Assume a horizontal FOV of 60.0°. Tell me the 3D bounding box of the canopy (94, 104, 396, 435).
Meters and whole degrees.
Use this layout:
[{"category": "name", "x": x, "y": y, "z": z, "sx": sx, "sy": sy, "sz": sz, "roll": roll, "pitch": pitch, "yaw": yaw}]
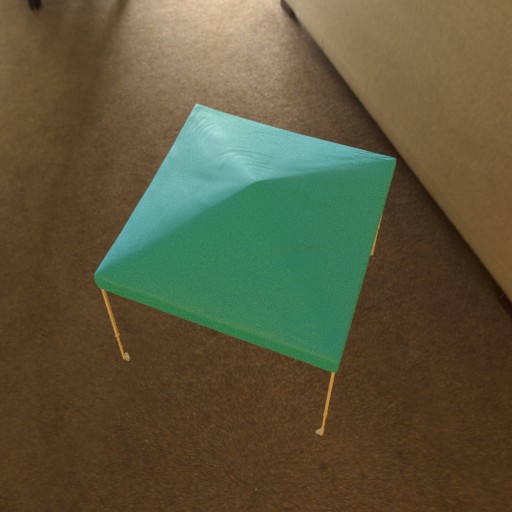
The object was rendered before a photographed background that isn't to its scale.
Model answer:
[{"category": "canopy", "x": 0.000, "y": 0.000, "z": 5.225, "sx": 2.850, "sy": 2.850, "sz": 2.849, "roll": 18, "pitch": 64, "yaw": 9}]
